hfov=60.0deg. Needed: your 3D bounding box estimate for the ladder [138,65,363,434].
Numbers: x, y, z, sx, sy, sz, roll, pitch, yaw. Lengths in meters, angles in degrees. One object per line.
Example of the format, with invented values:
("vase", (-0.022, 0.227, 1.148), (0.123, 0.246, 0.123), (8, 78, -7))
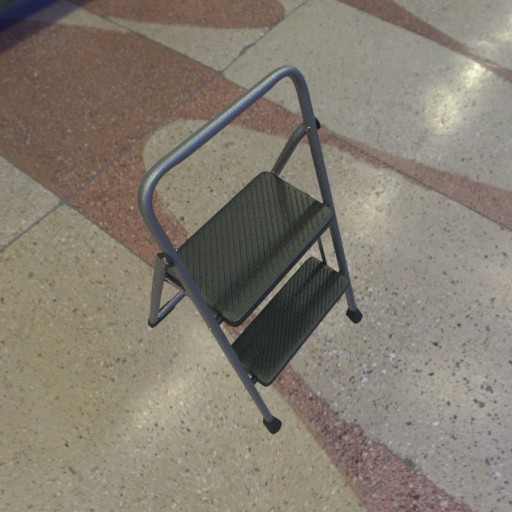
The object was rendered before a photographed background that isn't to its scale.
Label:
("ladder", (0.000, 0.000, 0.985), (0.472, 0.720, 0.430), (35, 64, 19))
